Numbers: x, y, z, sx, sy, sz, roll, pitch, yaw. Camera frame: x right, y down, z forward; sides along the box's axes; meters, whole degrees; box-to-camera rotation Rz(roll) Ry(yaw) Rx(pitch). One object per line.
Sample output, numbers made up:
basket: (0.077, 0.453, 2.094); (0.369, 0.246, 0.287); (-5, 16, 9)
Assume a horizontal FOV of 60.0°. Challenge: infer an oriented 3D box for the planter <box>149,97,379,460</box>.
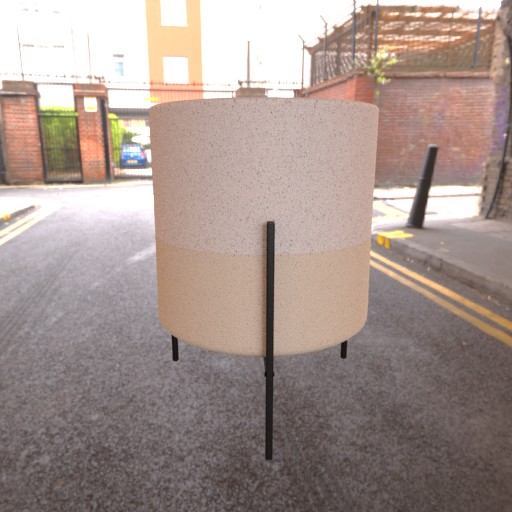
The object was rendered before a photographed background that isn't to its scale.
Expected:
planter: (0.000, 0.000, 0.668); (0.335, 0.423, 0.313); (7, 15, 27)
